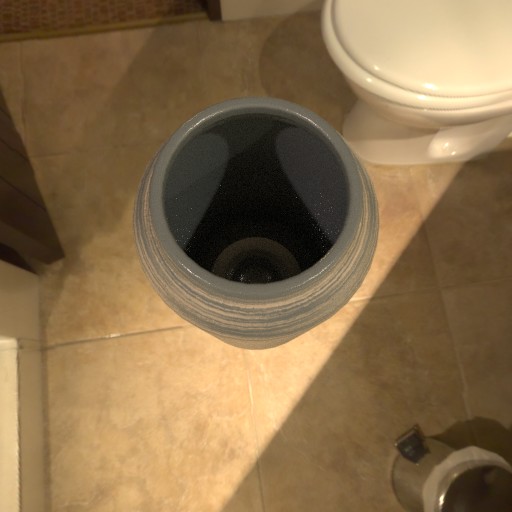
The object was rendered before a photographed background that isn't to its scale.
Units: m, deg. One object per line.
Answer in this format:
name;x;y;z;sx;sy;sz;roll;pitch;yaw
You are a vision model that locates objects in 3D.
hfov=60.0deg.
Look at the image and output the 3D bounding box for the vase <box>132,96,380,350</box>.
vase;0.000;0.000;0.289;0.116;0.230;0.116;0;77;0
